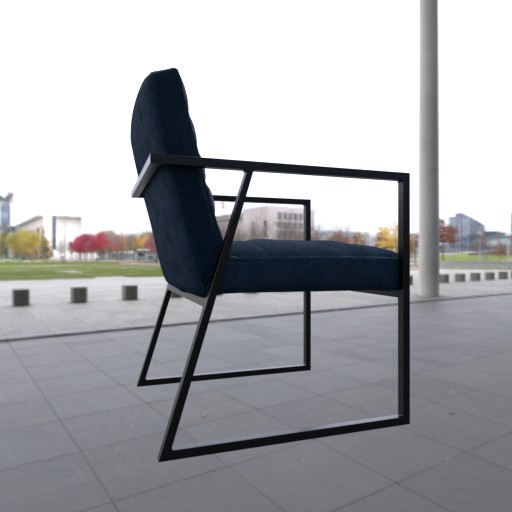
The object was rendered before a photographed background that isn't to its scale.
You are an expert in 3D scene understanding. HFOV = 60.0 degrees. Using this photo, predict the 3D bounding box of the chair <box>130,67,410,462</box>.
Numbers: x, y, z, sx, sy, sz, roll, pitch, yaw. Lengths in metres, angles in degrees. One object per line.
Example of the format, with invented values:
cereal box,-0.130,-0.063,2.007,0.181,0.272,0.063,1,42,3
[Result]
chair,0.000,0.000,1.265,0.677,0.833,0.571,0,0,-19
